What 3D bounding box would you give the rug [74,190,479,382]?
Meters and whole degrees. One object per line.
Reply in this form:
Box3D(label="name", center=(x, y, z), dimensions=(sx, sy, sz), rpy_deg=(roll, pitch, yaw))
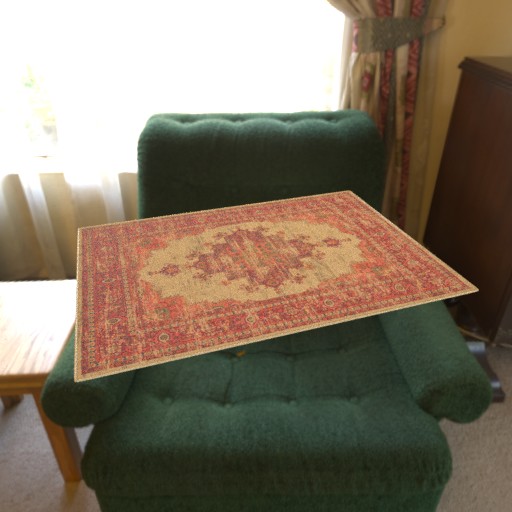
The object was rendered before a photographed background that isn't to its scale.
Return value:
Box3D(label="rug", center=(0.000, 0.000, 2.912), dimensions=(2.232, 0.011, 1.555), rpy_deg=(-10, 33, -16))
